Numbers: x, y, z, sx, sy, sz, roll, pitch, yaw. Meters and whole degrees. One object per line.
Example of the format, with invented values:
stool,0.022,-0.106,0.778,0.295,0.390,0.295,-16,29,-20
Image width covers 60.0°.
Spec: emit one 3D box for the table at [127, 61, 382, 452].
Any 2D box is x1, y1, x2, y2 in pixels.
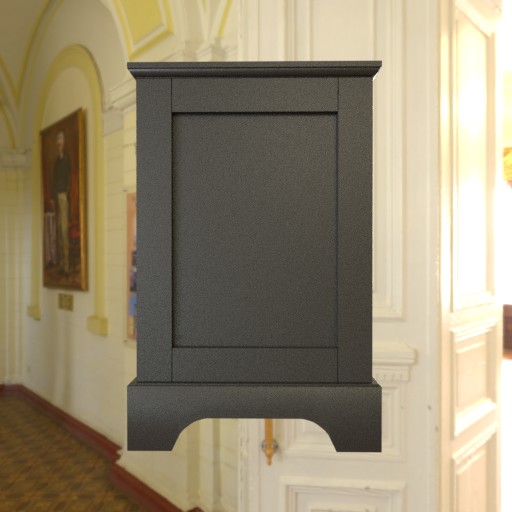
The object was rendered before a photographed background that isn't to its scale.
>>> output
table,0.000,0.000,0.921,0.399,0.610,0.460,0,0,1
